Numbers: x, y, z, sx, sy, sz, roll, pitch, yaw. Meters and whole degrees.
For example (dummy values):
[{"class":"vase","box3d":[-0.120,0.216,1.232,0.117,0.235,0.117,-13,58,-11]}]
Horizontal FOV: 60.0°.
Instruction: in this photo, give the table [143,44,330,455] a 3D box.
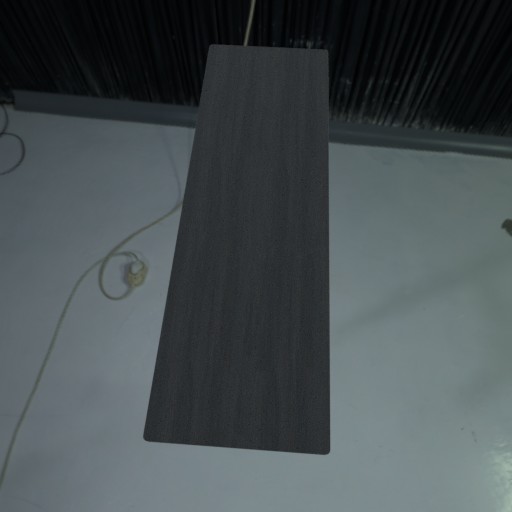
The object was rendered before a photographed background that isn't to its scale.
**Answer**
[{"class":"table","box3d":[0.000,0.000,1.701,0.449,0.750,1.399,4,63,2]}]
